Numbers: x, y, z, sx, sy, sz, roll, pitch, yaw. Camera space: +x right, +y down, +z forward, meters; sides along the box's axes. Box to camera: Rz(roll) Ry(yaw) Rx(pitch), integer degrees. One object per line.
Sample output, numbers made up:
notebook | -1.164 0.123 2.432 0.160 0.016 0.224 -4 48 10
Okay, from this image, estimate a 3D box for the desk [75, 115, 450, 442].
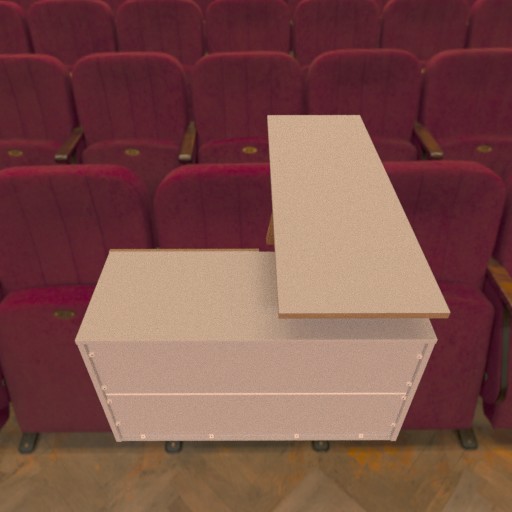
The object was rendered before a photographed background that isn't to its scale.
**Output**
desk | 0.000 0.000 2.034 1.098 0.755 1.404 0 40 0
